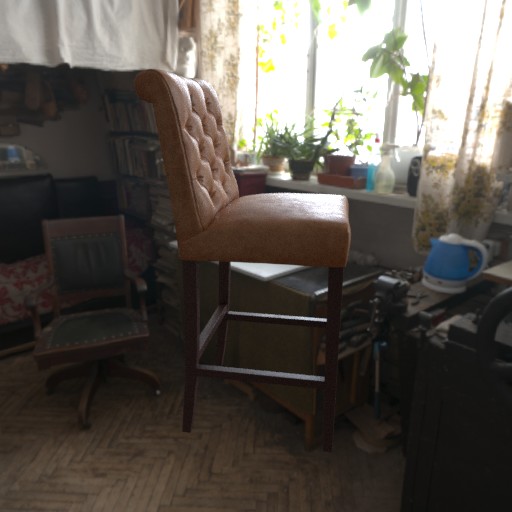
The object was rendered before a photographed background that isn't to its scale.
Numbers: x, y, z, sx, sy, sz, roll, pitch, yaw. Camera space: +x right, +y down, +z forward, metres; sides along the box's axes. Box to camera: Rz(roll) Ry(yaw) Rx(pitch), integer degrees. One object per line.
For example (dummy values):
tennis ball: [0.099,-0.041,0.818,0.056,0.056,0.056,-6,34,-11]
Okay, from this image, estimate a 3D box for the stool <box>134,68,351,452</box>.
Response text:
stool: [0.000,0.000,1.492,0.601,1.140,0.493,3,18,10]
